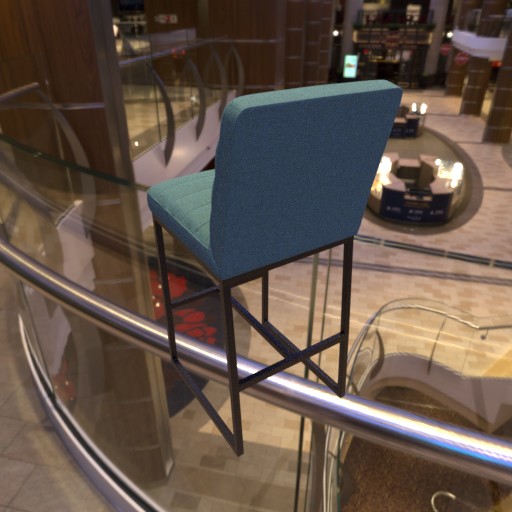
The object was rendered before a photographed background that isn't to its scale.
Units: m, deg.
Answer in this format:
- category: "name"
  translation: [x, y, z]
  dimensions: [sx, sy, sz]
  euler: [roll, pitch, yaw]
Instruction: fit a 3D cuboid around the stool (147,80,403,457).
- category: "stool"
  translation: [0.000, 0.000, 1.353]
  dimensions: [0.460, 1.040, 0.560]
  euler: [-18, 34, -29]
